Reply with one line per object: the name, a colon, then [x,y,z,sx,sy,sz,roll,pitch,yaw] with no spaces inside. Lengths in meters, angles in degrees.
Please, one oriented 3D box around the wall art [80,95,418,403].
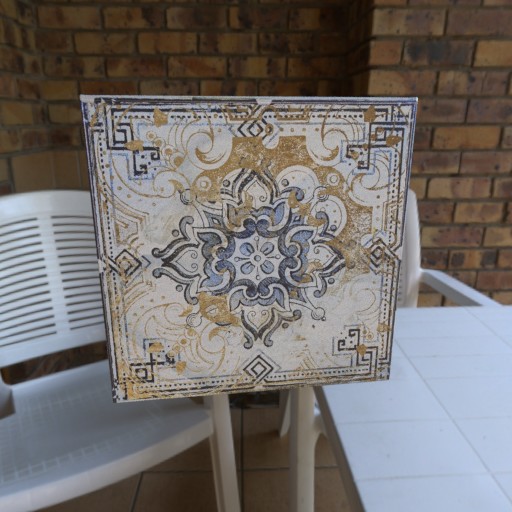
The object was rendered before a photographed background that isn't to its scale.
wall art: [0.000,0.000,0.895,0.609,0.607,0.036,-2,17,-8]
